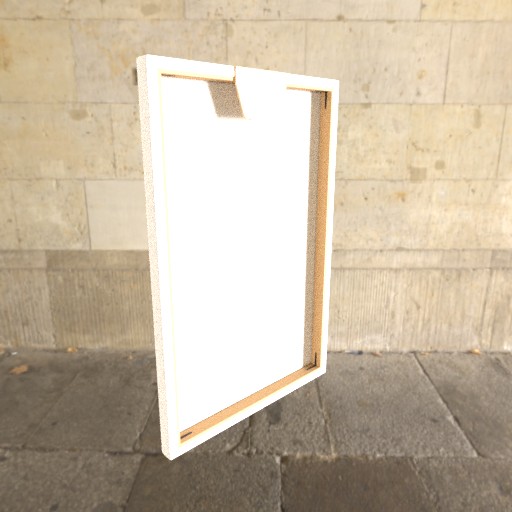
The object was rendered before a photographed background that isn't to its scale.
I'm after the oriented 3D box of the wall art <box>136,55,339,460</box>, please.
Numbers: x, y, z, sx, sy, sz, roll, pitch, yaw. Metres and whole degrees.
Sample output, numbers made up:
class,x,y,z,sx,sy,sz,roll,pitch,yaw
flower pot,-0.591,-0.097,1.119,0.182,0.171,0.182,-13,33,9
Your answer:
class,x,y,z,sx,sy,sz,roll,pitch,yaw
wall art,0.000,0.000,1.159,0.602,0.902,0.048,-14,21,-42
